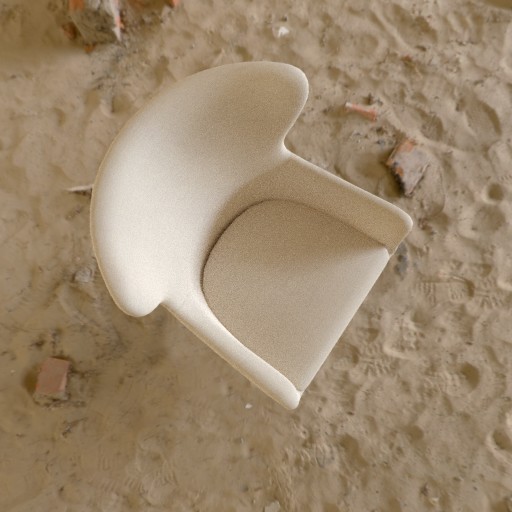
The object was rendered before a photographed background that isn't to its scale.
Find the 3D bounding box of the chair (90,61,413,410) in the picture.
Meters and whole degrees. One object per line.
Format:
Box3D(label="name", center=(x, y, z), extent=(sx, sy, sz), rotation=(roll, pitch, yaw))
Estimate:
Box3D(label="chair", center=(0.000, 0.000, 1.439), extent=(0.744, 0.990, 0.696), rotation=(34, 79, 7))
